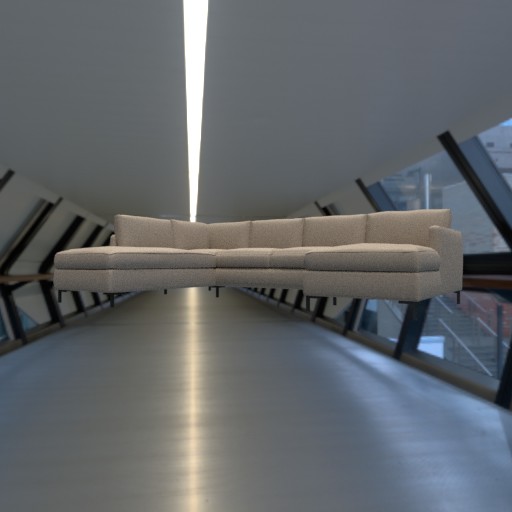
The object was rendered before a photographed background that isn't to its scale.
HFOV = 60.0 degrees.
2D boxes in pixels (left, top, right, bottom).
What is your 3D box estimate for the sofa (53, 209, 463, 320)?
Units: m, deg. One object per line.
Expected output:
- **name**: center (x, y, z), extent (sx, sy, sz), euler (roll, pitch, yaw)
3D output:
- **sofa**: center (0.000, 0.000, 3.535), extent (2.737, 0.756, 1.879), euler (0, -1, 36)
